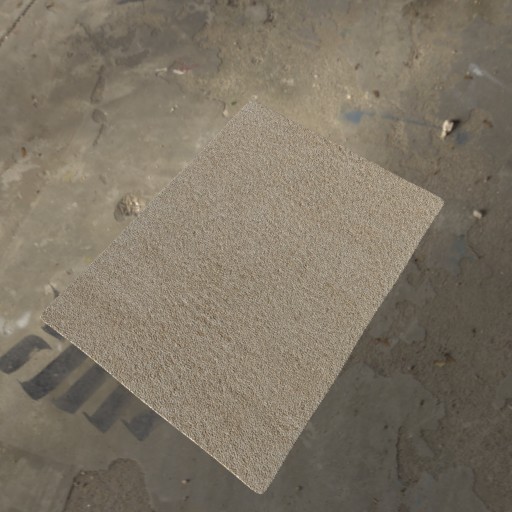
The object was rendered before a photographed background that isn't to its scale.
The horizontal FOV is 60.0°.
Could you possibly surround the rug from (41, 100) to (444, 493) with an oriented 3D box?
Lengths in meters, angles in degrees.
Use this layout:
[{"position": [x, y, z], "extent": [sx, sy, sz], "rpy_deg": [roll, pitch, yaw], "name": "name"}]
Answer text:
[{"position": [0.000, 0.000, 2.084], "extent": [1.200, 0.027, 1.600], "rpy_deg": [32, 68, 15], "name": "rug"}]
